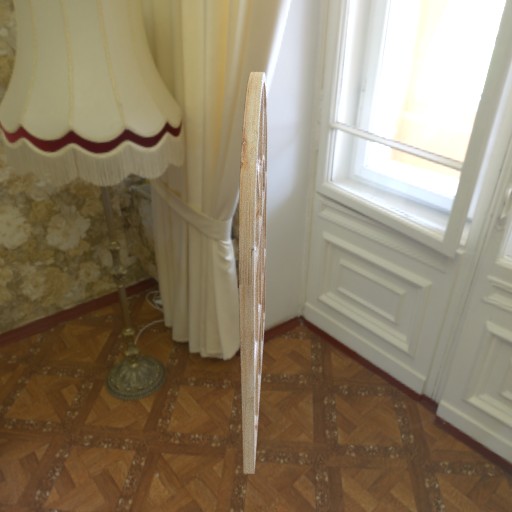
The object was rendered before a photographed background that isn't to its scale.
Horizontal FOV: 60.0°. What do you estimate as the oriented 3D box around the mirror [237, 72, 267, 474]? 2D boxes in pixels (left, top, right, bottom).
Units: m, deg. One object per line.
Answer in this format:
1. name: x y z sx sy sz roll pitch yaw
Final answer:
1. mirror: 0.000 0.000 1.192 0.032 0.920 0.660 2 31 3
